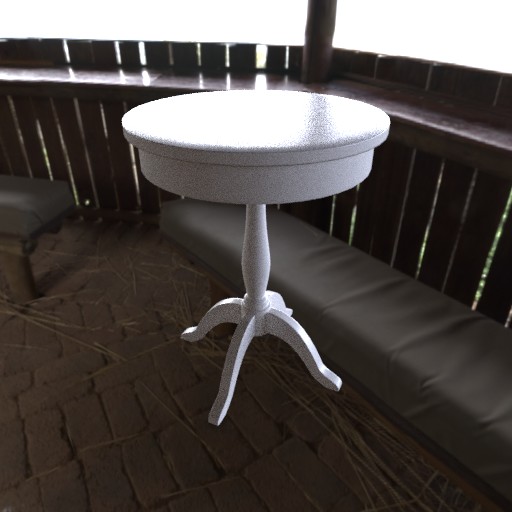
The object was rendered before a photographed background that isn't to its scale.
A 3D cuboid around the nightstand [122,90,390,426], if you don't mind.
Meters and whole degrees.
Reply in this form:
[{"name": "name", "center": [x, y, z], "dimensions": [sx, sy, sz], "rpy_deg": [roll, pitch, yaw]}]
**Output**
[{"name": "nightstand", "center": [0.000, 0.000, 1.039], "dimensions": [0.513, 0.653, 0.513], "rpy_deg": [19, 35, 29]}]
